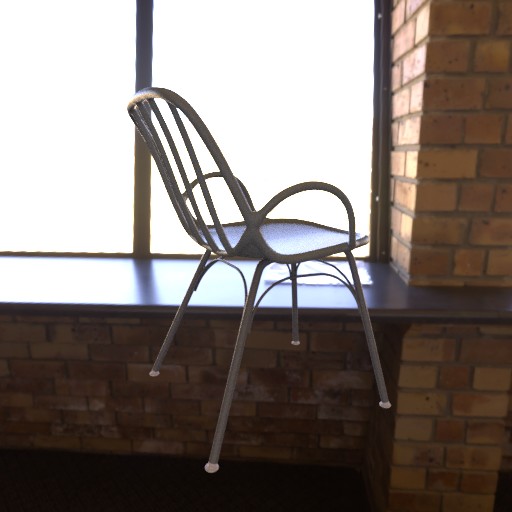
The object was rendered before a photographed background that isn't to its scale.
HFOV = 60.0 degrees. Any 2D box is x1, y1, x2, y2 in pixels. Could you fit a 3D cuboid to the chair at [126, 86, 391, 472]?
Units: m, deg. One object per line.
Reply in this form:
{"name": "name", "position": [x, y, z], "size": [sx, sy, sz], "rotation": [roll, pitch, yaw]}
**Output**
{"name": "chair", "position": [0.000, 0.000, 1.205], "size": [0.597, 0.816, 0.549], "rotation": [-7, 15, -27]}
